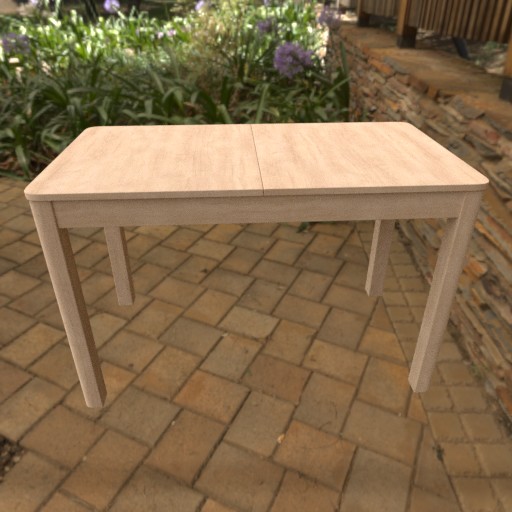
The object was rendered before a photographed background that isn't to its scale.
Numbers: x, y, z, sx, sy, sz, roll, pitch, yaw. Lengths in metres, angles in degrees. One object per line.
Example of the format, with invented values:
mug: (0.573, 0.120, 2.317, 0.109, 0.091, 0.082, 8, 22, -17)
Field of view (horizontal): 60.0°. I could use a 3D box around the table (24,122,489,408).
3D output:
table: (0.000, 0.000, 1.849, 1.400, 0.900, 0.750, -2, 31, -3)
